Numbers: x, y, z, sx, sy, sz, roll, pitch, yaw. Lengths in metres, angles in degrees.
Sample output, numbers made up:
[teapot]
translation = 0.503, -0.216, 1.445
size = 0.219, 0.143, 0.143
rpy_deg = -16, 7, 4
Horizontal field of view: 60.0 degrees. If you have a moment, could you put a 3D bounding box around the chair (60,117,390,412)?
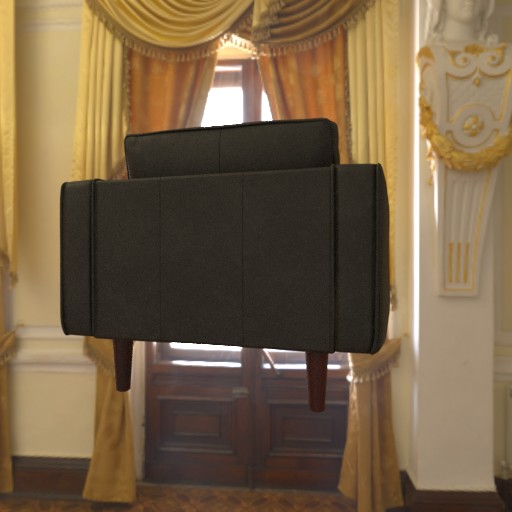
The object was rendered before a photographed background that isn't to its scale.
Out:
[chair]
translation = 0.000, 0.000, 1.536
size = 0.889, 0.763, 0.914
rpy_deg = 0, 0, 17
